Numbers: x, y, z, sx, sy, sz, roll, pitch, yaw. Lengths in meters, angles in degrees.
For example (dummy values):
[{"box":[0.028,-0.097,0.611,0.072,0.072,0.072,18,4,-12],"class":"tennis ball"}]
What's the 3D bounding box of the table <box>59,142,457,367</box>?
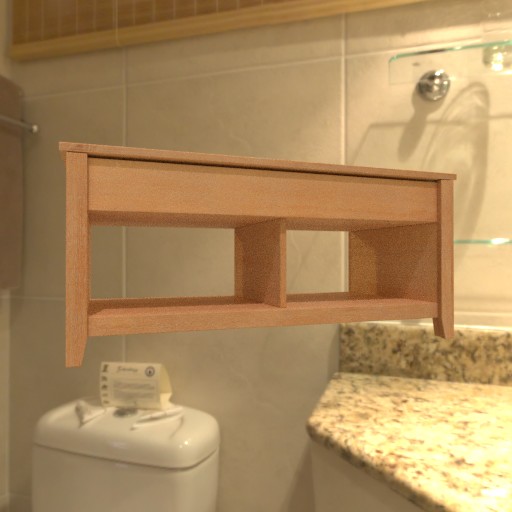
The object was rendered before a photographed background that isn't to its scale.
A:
[{"box":[0.000,0.000,1.291,1.016,0.457,0.483,0,0,-20],"class":"table"}]
